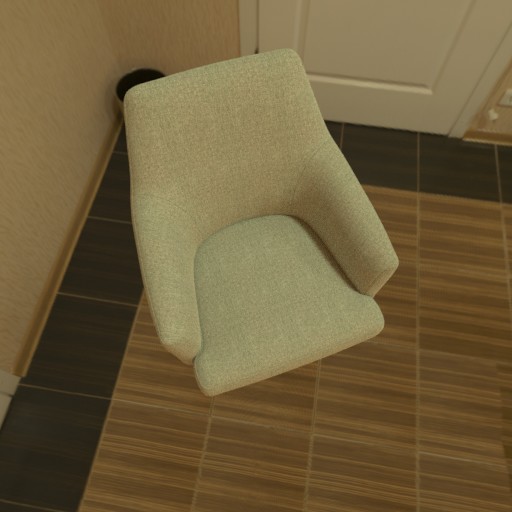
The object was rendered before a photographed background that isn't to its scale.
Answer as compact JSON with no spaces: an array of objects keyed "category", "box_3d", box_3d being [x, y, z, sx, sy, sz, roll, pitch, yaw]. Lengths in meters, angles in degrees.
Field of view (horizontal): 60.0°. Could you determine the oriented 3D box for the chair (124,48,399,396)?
[{"category":"chair","box_3d":[0.000,0.000,1.321,0.642,0.874,0.677,-18,65,-9]}]
